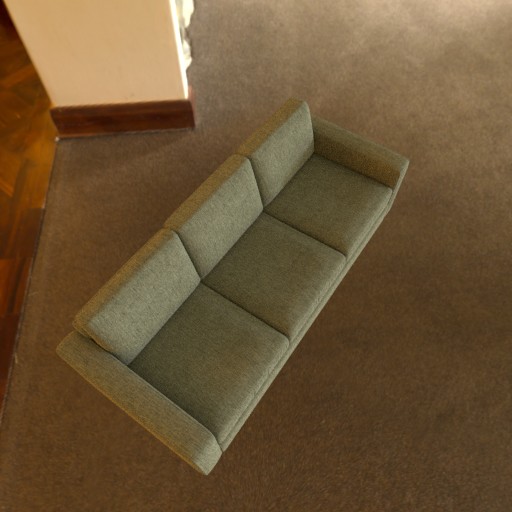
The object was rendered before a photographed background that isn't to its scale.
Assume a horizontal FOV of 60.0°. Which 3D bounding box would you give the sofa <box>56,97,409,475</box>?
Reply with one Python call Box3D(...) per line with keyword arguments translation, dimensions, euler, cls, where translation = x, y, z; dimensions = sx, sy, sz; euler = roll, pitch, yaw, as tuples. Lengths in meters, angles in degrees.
Box3D(translation=(0.000, 0.000, 2.598), dimensions=(0.900, 0.800, 2.160), euler=(31, 63, 18), cls="sofa")
